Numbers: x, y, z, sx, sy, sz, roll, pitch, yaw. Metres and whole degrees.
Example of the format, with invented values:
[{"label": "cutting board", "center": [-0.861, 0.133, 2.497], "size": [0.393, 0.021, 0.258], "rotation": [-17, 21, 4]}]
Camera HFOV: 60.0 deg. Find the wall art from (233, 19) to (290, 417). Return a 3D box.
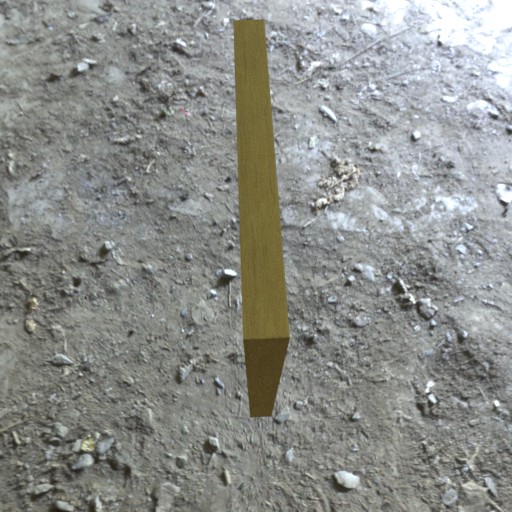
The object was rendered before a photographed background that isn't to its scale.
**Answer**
[{"label": "wall art", "center": [0.000, 0.000, 0.520], "size": [0.030, 0.380, 0.312], "rotation": [-2, 63, -1]}]
